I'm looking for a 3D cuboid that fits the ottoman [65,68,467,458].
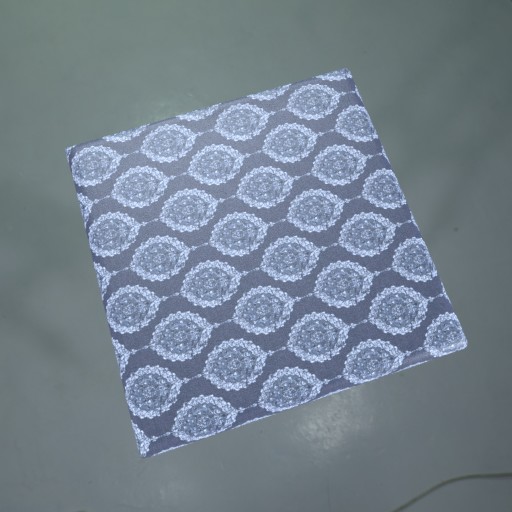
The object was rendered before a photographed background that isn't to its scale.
[{"bbox_3d":[0.000,0.000,1.368,0.890,0.409,0.889,-17,76,-4],"label":"ottoman"}]
